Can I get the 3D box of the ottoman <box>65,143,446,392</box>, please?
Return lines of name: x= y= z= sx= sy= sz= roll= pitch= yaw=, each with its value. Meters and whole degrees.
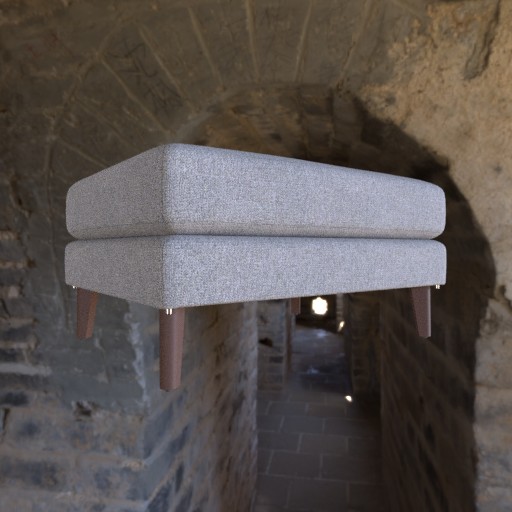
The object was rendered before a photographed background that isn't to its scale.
ottoman: x=0.000 y=0.000 z=1.168 sx=0.821 sy=0.441 sz=0.611 roll=-1 pitch=1 yaw=-36
